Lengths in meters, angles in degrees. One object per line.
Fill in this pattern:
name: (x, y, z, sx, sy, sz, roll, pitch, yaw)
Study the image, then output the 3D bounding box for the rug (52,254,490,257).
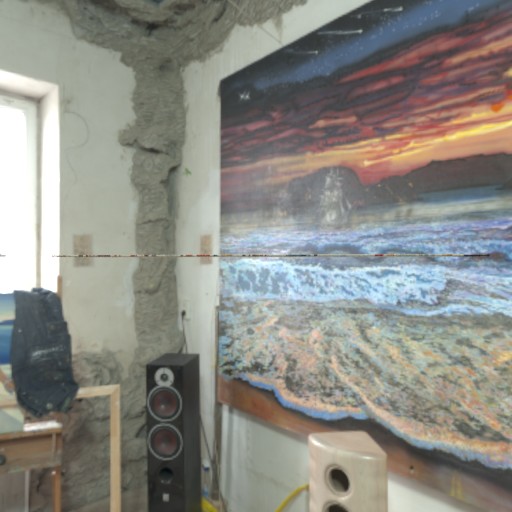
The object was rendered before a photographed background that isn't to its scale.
rug: (0.000, 0.000, 2.963, 2.682, 0.015, 0.763, 0, 0, 17)
